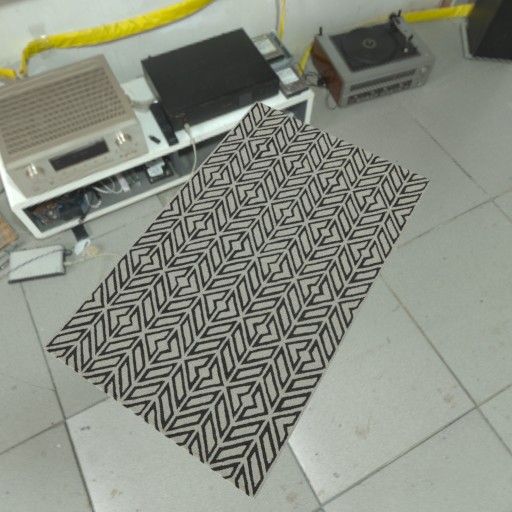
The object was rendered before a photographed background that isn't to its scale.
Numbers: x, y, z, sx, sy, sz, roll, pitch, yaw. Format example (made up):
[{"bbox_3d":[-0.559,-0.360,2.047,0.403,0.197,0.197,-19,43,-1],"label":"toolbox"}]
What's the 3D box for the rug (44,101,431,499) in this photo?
[{"bbox_3d":[0.000,0.000,2.975,1.523,0.008,2.438,29,66,14],"label":"rug"}]
